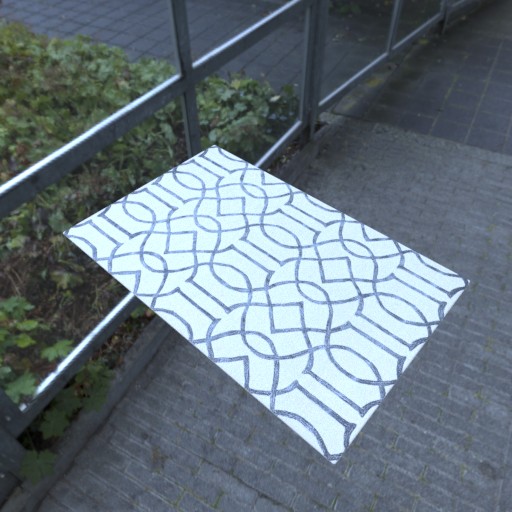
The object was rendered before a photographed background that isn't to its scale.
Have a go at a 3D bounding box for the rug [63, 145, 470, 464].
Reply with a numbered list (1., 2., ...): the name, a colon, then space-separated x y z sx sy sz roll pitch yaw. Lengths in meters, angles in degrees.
1. rug: 0.000 0.000 3.019 2.365 0.017 1.521 33 55 27
